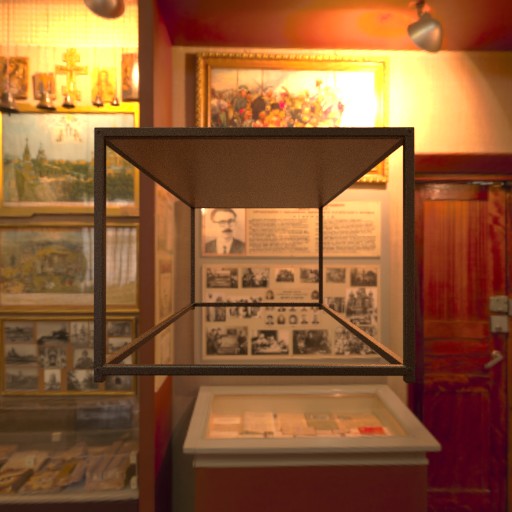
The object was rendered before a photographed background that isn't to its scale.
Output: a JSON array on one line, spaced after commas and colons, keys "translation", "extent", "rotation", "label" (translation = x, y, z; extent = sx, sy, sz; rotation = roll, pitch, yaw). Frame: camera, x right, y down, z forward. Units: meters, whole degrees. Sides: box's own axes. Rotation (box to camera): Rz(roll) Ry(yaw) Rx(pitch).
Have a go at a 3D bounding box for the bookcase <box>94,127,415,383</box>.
[{"translation": [0.000, 0.000, 1.189], "extent": [0.500, 0.400, 1.000], "rotation": [0, 0, 0], "label": "bookcase"}]
